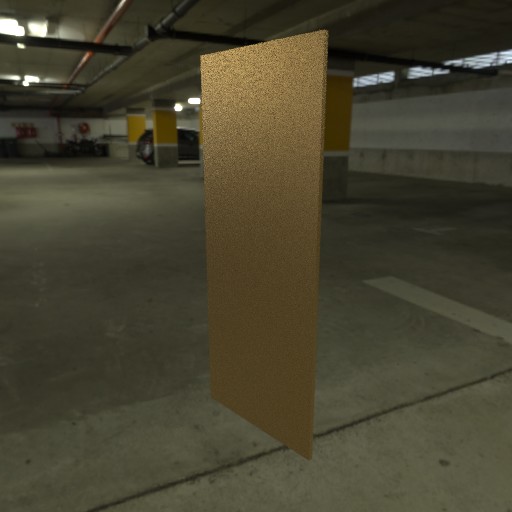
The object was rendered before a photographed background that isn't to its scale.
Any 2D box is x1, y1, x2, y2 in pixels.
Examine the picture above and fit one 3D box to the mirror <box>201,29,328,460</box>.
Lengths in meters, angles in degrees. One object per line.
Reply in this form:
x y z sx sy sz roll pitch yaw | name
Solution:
0.000 0.000 2.321 0.025 2.031 0.812 -14 20 -42 | mirror
